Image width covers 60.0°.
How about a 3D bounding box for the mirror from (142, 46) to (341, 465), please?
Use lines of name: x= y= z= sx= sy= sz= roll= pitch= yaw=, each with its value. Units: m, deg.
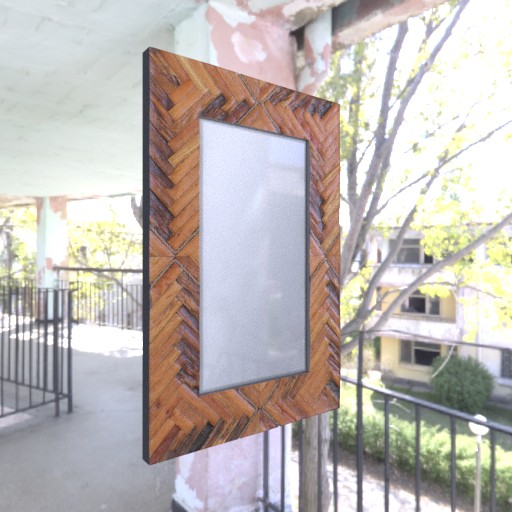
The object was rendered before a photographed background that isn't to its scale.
mirror: x=0.000 y=0.000 z=1.160 sx=0.606 sy=0.912 sz=0.044 roll=0 pitch=0 yaw=-37
